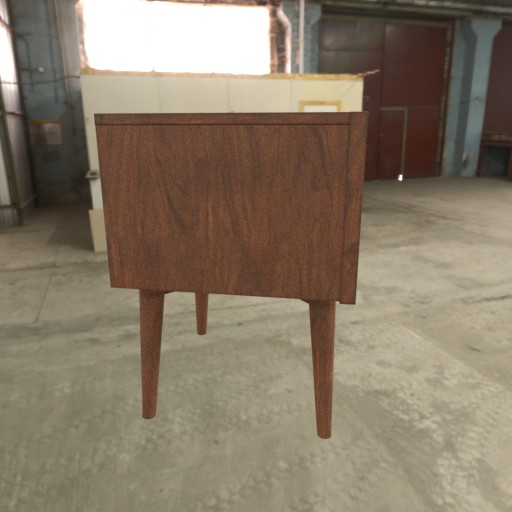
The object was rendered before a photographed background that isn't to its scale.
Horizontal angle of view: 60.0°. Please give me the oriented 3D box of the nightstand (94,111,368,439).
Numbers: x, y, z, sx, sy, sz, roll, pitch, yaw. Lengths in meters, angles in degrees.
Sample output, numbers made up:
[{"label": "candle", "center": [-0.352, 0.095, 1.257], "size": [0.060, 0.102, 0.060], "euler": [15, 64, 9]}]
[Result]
[{"label": "nightstand", "center": [0.000, 0.000, 1.011], "size": [0.445, 0.607, 0.521], "euler": [3, 16, 9]}]
